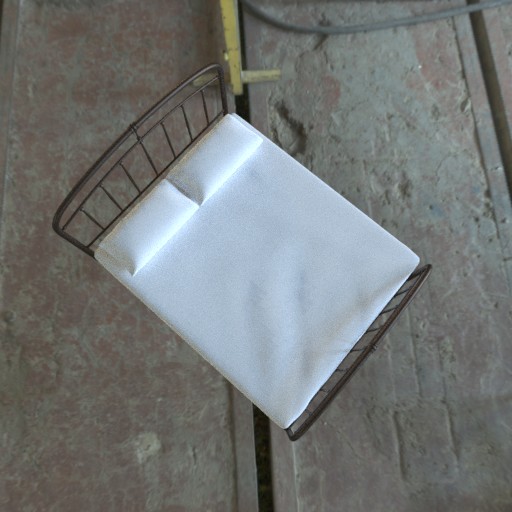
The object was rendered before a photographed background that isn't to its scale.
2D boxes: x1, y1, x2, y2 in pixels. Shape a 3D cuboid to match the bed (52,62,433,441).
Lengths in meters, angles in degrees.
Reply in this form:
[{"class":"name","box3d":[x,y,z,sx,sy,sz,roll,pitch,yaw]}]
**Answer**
[{"class":"bed","box3d":[0.000,0.000,3.389,2.180,1.425,1.711,40,79,9]}]
